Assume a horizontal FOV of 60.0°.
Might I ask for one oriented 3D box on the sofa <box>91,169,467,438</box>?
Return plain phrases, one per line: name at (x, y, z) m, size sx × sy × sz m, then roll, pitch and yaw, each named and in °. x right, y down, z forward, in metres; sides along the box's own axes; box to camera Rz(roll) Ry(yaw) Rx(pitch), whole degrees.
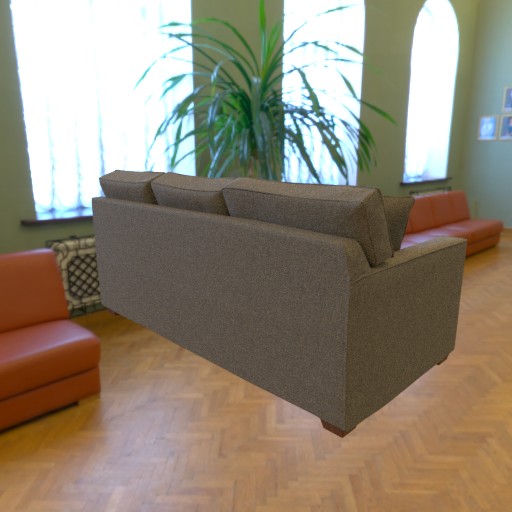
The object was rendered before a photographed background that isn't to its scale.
sofa at (0.000, 0.000, 2.534) m, size 1.034 × 0.946 × 1.963 m, roll -13°, pitch 19°, yaw -43°
